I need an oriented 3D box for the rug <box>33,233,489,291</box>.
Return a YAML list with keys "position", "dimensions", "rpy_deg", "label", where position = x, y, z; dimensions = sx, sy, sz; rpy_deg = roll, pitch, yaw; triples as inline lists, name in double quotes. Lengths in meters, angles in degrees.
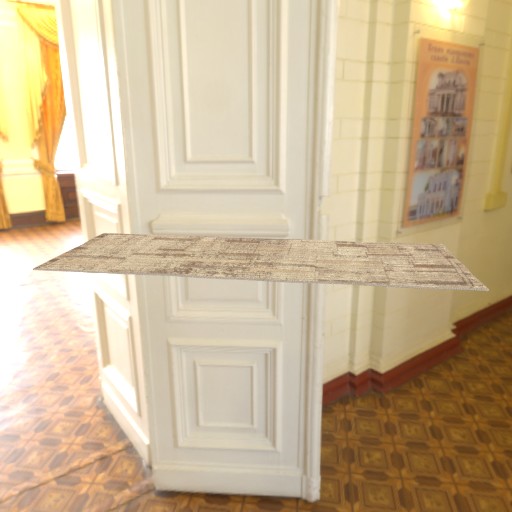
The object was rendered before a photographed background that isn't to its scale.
- position: [0.000, 0.000, 2.688]
  dimensions: [2.383, 0.018, 0.857]
  rpy_deg: [2, 17, 7]
  label: "rug"
